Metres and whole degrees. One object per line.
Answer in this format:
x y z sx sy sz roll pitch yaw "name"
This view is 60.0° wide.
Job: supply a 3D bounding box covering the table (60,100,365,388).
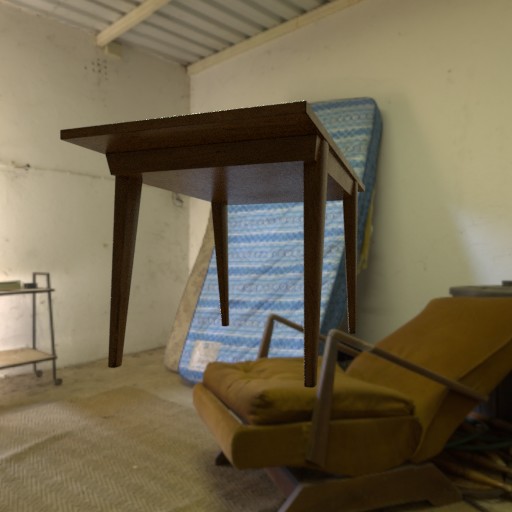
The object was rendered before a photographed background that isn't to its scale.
0.000 0.000 1.870 0.757 0.760 1.400 0 0 20 "table"
